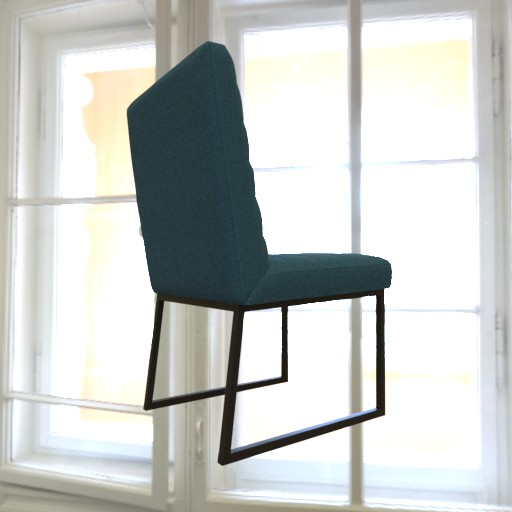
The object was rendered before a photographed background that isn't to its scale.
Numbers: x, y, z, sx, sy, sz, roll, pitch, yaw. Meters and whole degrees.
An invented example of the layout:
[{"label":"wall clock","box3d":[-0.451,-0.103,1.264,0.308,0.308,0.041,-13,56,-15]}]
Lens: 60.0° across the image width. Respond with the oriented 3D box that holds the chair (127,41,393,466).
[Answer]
[{"label":"chair","box3d":[0.000,0.000,1.312,0.634,0.930,0.520,1,-1,-36]}]
